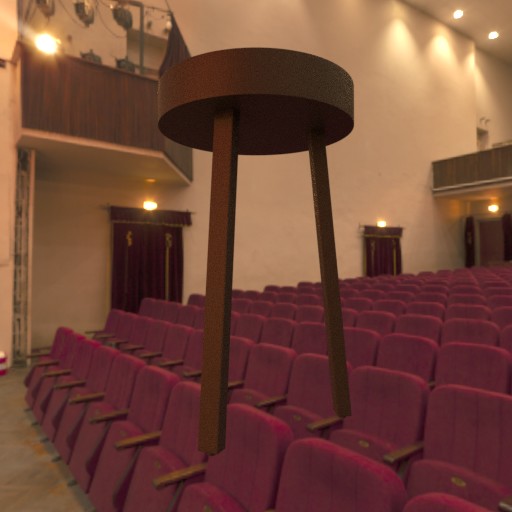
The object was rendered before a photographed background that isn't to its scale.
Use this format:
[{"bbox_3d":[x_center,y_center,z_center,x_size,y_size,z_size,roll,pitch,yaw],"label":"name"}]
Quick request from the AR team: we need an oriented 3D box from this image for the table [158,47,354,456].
[{"bbox_3d":[0.000,0.000,0.933,0.406,0.686,0.406,1,-2,-35],"label":"table"}]
